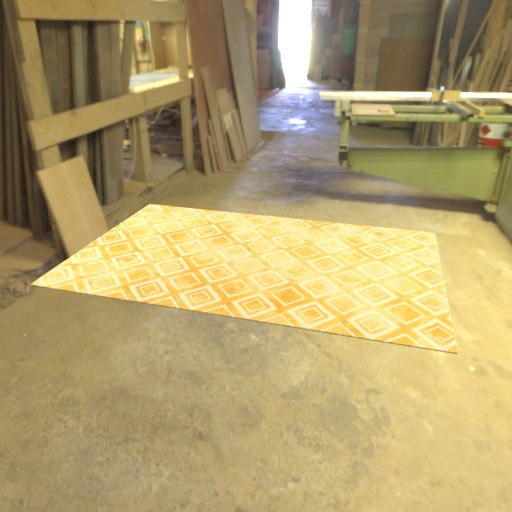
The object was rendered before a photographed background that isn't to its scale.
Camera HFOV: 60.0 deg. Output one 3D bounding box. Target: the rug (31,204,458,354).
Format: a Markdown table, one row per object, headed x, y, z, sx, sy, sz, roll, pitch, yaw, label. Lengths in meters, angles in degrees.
| x | y | z | sx | sy | sz | roll | pitch | yaw | label |
| --- | --- | --- | --- | --- | --- | --- | --- | --- | --- |
| 0.000 | 0.000 | 3.044 | 2.424 | 0.010 | 1.511 | 7 | 27 | 14 | rug |
